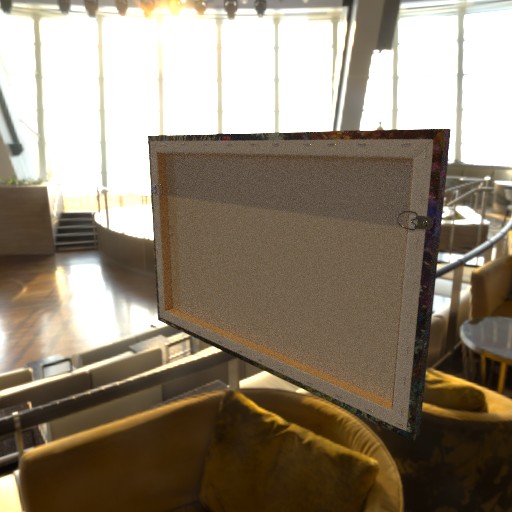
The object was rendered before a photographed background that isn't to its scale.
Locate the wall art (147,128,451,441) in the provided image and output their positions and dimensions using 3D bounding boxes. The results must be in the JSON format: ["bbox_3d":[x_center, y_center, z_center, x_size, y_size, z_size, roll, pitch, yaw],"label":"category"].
[{"bbox_3d":[0.000,0.000,1.419,1.136,0.760,0.042,13,19,43],"label":"wall art"}]
